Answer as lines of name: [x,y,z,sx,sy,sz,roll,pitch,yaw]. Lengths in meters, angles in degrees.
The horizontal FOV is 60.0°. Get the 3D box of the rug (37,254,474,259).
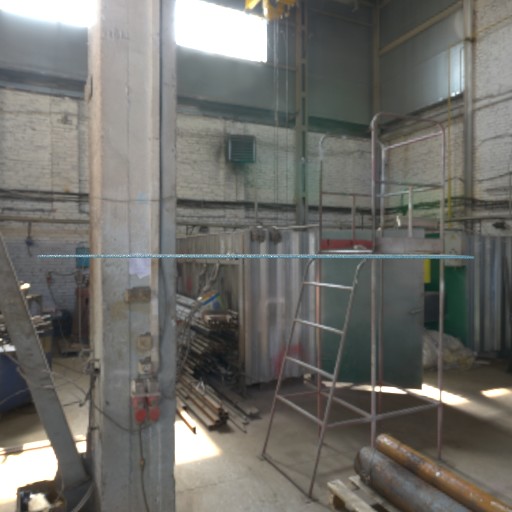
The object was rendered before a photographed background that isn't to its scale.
rug: [0.000,0.000,1.456,1.219,0.007,0.604,0,0,19]
